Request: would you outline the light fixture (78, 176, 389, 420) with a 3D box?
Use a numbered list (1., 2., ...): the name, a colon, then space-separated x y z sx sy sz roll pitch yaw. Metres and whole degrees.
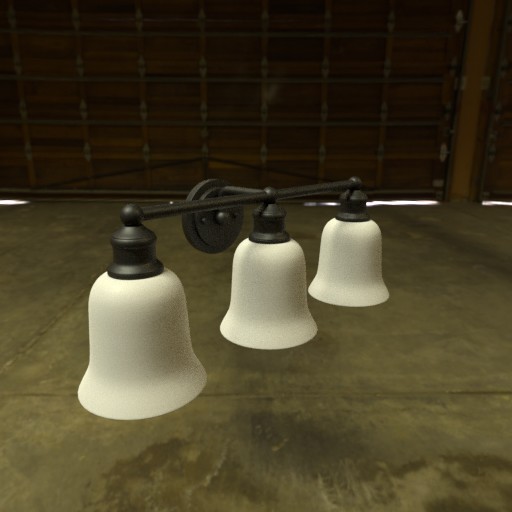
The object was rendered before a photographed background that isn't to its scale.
1. light fixture: 0.000 0.000 0.653 0.198 0.211 0.570 15 21 43
